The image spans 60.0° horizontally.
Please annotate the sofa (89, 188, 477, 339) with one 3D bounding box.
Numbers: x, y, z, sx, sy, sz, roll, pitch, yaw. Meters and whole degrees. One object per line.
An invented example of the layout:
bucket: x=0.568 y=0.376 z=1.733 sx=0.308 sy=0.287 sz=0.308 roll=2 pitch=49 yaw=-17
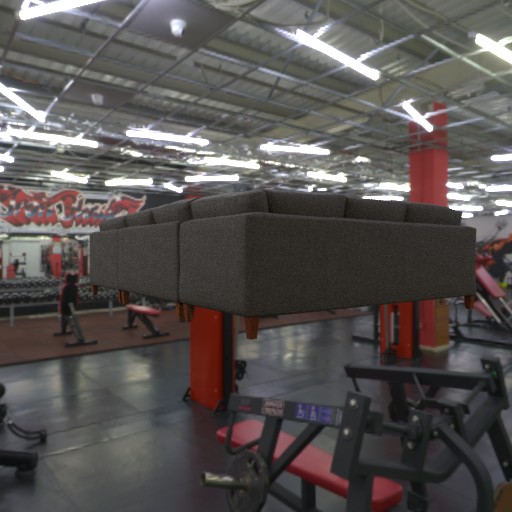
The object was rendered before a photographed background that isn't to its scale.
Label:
sofa: x=0.000 y=0.000 z=4.721 sx=2.594 sy=0.961 sz=3.460 roll=0 pitch=1 yaw=-35
